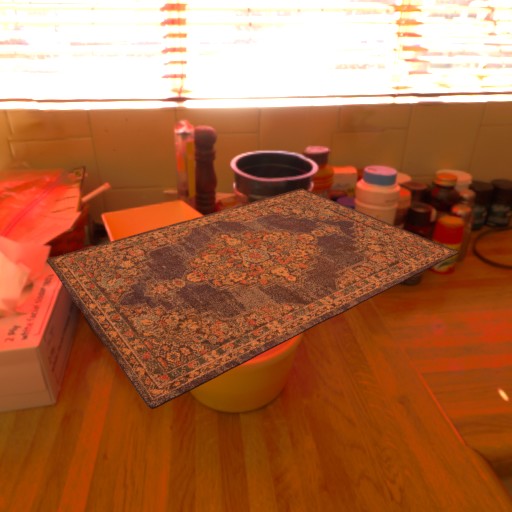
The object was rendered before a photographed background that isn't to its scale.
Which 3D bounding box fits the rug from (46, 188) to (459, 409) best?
[{"bbox_3d":[0.000,0.000,3.820,2.940,0.011,2.053,-20,34,-32],"label":"rug"}]
